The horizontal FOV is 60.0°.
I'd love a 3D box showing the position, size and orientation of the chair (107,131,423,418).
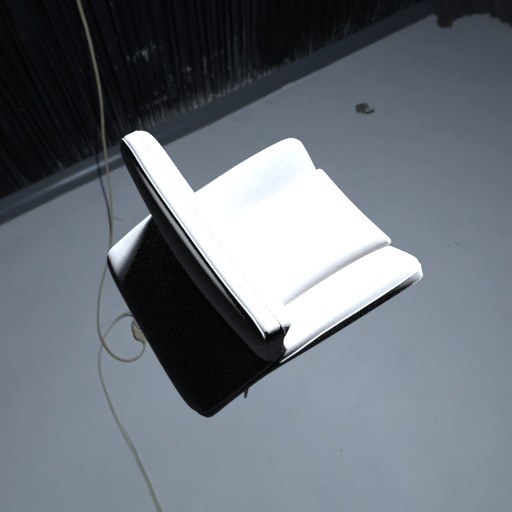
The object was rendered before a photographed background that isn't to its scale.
[{"bbox_3d":[0.000,0.000,1.707,1.008,0.855,0.859,-30,64,-16],"label":"chair"}]
